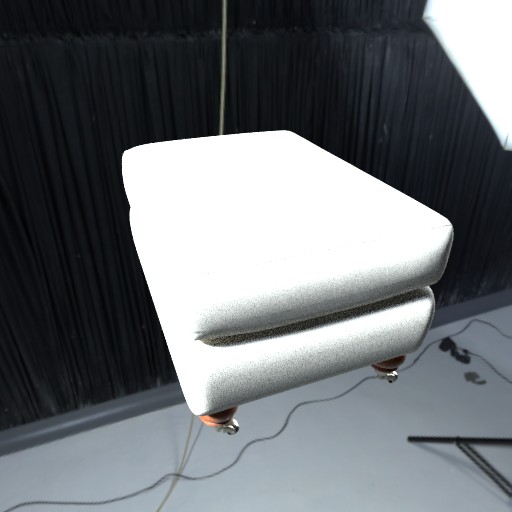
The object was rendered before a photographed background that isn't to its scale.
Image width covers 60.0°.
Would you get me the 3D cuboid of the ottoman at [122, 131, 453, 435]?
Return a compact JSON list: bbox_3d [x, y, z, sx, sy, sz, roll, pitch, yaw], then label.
[{"bbox_3d":[0.000,0.000,1.168,0.569,0.499,0.773,-11,32,-18],"label":"ottoman"}]
